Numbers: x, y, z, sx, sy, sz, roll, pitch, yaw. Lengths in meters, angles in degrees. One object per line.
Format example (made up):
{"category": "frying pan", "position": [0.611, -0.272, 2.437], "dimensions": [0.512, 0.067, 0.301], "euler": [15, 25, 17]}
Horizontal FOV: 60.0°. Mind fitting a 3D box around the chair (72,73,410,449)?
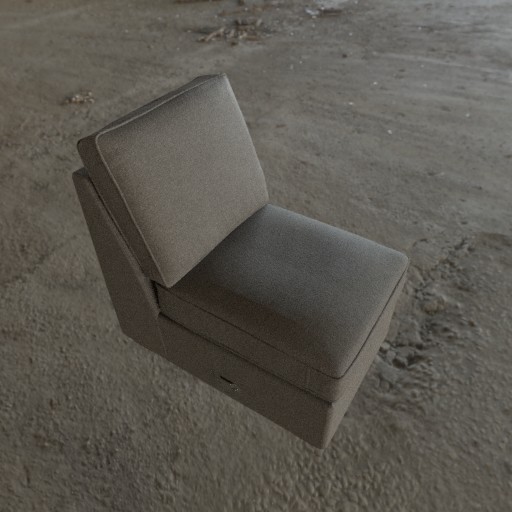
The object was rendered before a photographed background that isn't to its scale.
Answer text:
{"category": "chair", "position": [0.000, 0.000, 1.539], "dimensions": [0.938, 0.970, 0.621], "euler": [23, 46, 24]}
